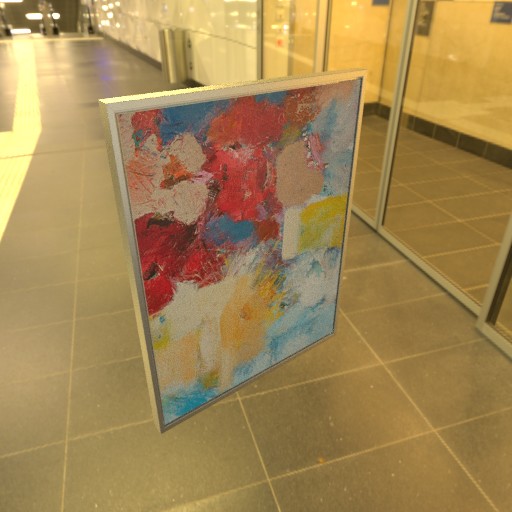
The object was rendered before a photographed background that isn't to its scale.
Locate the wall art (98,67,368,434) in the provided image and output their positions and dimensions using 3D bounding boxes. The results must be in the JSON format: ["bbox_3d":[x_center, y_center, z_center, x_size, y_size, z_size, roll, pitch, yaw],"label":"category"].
[{"bbox_3d":[0.000,0.000,0.769,0.444,0.569,0.025,-21,36,-31],"label":"wall art"}]
